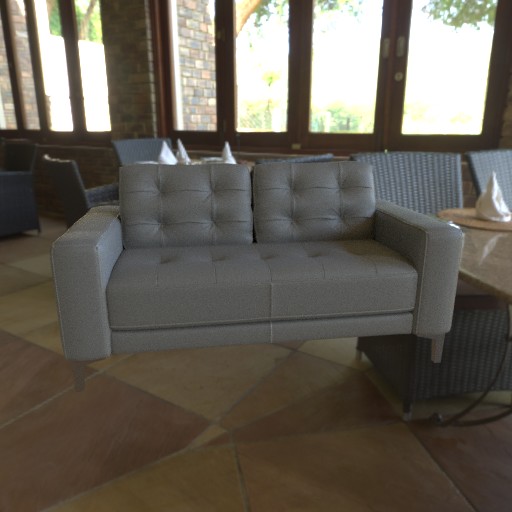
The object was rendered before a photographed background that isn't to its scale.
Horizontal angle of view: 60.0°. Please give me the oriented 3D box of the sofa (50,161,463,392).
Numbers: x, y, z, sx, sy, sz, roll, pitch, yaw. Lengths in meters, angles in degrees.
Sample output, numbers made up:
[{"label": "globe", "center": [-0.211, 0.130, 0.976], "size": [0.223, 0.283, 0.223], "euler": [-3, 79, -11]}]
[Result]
[{"label": "sofa", "center": [0.000, 0.000, 2.210], "size": [1.726, 0.893, 0.833], "euler": [-2, 17, -8]}]
